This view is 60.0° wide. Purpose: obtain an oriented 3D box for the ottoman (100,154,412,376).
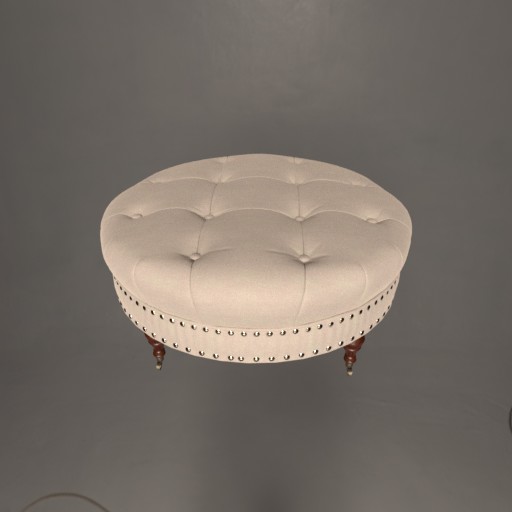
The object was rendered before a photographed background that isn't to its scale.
[{"bbox_3d":[0.000,0.000,1.373,0.901,0.439,0.901,0,30,0],"label":"ottoman"}]
